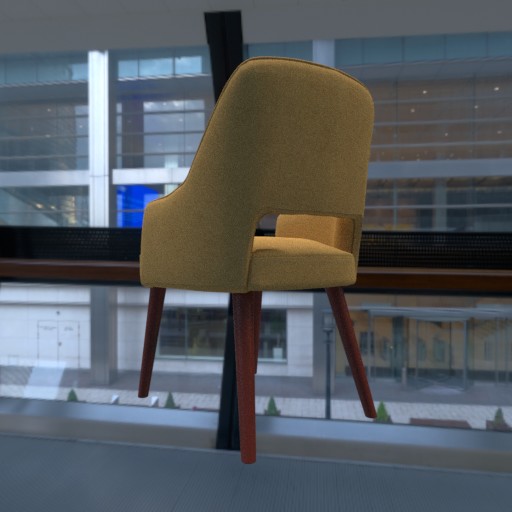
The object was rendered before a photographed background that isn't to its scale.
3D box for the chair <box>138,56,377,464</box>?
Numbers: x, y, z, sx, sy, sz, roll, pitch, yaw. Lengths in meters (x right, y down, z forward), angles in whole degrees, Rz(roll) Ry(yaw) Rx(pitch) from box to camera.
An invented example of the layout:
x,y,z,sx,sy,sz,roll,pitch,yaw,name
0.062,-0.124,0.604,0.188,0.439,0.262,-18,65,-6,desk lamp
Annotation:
x,y,z,sx,sy,sz,roll,pitch,yaw,name
0.000,0.000,1.232,0.548,0.849,0.605,0,1,-38,chair
